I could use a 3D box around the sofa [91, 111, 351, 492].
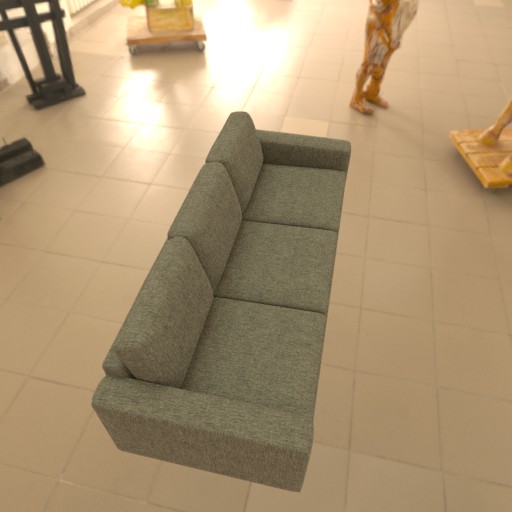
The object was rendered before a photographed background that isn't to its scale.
[{"bbox_3d":[0.000,0.000,2.521,0.900,0.800,2.160,9,47,9],"label":"sofa"}]
